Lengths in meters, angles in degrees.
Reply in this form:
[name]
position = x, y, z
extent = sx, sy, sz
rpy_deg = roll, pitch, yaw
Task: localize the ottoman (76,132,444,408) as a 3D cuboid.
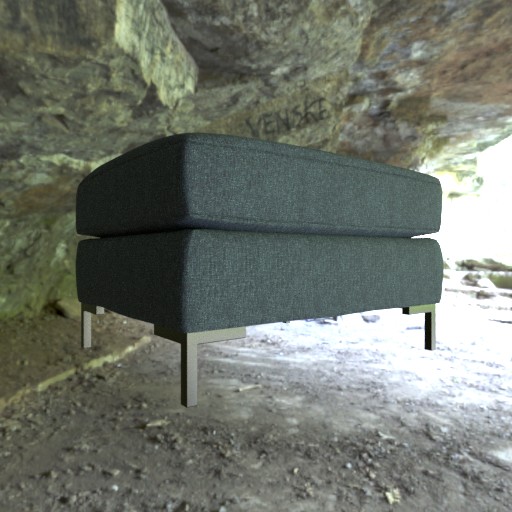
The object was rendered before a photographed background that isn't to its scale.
[ottoman]
position = 0.000, 0.000, 1.276
extent = 0.831, 0.533, 0.695
rpy_deg = 0, 0, -37
